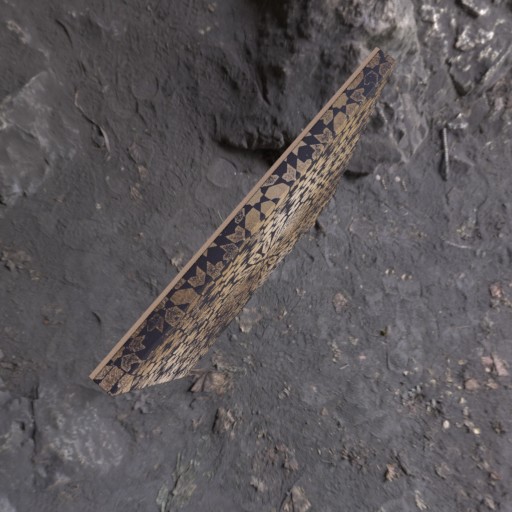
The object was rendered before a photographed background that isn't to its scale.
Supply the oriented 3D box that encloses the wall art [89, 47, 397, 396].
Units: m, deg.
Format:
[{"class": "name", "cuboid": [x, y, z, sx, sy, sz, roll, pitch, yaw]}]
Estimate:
[{"class": "wall art", "cuboid": [0.000, 0.000, 0.899, 0.038, 0.612, 0.612, 39, 80, 8]}]
